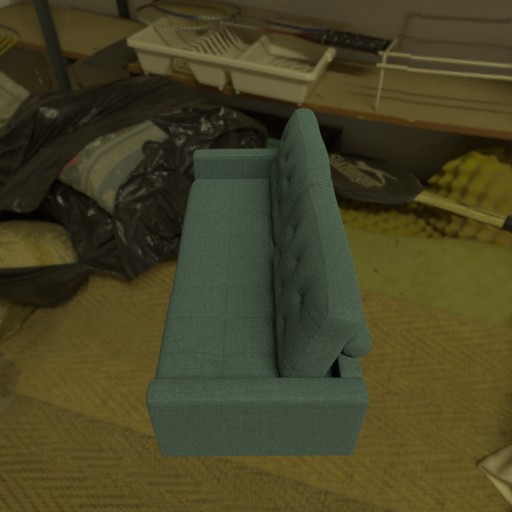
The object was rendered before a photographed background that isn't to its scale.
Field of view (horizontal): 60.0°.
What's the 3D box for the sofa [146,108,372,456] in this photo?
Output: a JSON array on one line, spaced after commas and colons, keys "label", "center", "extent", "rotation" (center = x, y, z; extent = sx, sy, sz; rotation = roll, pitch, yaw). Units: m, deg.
[{"label": "sofa", "center": [0.000, 0.000, 2.574], "extent": [0.966, 1.050, 2.010], "rotation": [0, 42, 0]}]
